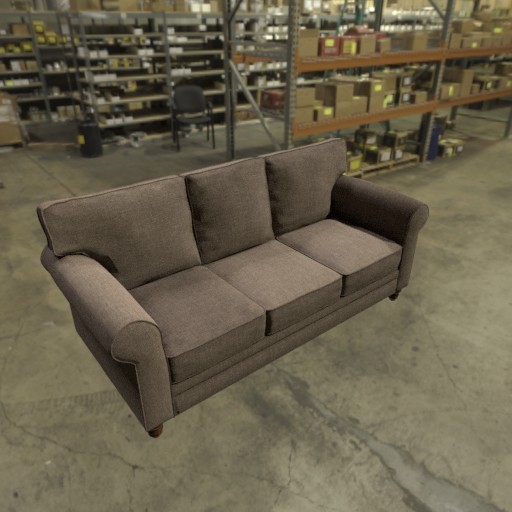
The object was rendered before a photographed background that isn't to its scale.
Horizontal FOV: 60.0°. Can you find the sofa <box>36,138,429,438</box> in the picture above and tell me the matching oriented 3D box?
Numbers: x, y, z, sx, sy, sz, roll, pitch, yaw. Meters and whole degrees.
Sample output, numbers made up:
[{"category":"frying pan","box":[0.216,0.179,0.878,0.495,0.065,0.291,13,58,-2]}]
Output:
[{"category":"sofa","box":[0.000,0.000,2.549,2.084,0.961,0.916,-21,35,-33]}]
